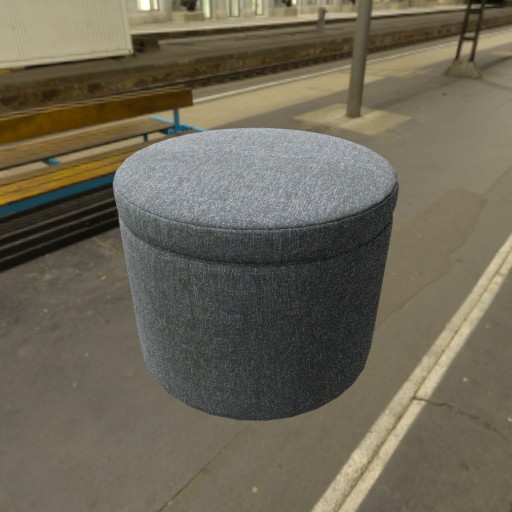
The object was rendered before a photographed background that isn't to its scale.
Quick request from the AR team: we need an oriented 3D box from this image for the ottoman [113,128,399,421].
[{"bbox_3d":[0.000,0.000,0.894,0.500,0.419,0.500,0,31,0],"label":"ottoman"}]
